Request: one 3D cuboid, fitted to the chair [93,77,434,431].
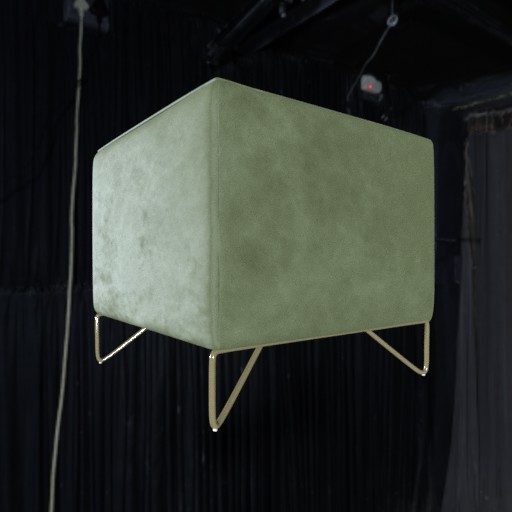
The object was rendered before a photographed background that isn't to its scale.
[{"bbox_3d":[0.000,0.000,1.564,0.894,0.790,0.880,0,0,-37],"label":"chair"}]
